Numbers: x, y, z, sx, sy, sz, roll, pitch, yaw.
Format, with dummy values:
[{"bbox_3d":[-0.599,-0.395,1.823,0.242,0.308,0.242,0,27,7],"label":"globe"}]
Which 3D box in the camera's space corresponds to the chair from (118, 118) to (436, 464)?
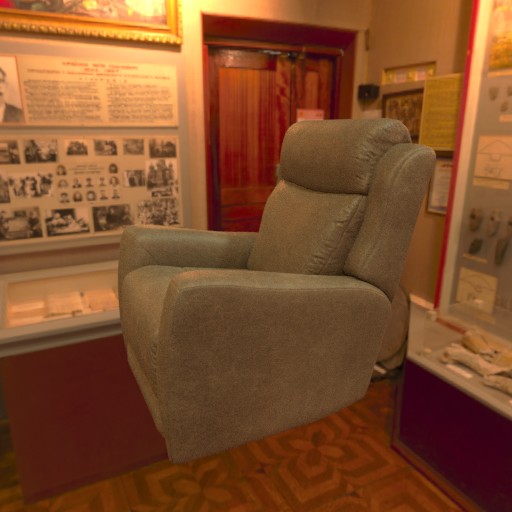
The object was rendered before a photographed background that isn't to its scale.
[{"bbox_3d":[0.000,0.000,1.881,1.068,1.116,0.965,-7,18,-24],"label":"chair"}]
